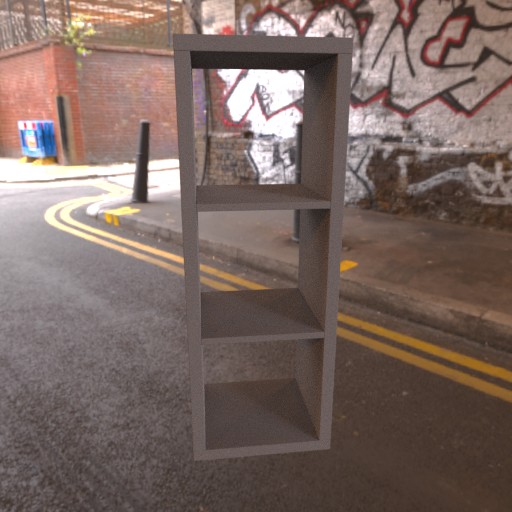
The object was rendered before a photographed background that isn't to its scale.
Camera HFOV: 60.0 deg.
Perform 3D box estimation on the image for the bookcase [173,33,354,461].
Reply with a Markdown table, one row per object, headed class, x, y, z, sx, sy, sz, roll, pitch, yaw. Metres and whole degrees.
| class | x | y | z | sx | sy | sz | roll | pitch | yaw |
| --- | --- | --- | --- | --- | --- | --- | --- | --- | --- |
| bookcase | 0.000 | 0.000 | 1.257 | 0.390 | 1.080 | 0.330 | -2 | 17 | -7 |
